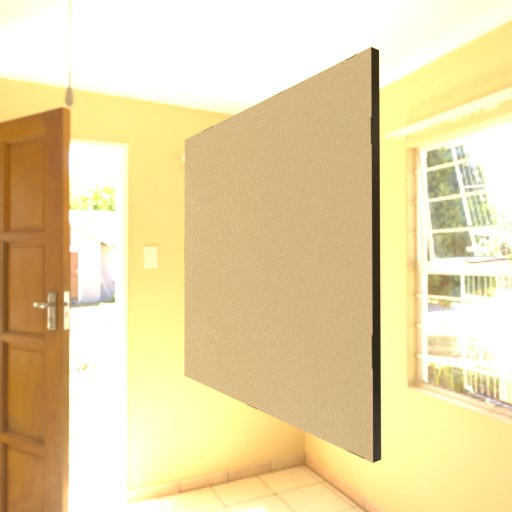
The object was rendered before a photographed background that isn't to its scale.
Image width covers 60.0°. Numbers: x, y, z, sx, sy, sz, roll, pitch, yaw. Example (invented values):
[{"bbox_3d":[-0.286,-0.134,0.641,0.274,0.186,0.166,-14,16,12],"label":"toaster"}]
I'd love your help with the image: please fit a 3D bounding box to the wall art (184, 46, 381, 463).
[{"bbox_3d":[0.000,0.000,0.658,0.014,0.445,0.446,1,-1,-35],"label":"wall art"}]
